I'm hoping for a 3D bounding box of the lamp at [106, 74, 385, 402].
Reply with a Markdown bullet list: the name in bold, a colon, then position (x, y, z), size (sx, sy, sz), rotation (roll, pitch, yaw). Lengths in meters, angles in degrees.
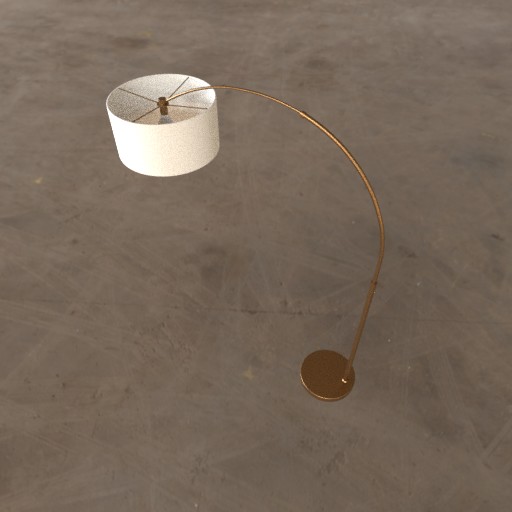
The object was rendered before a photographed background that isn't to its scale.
- **lamp**: position (0.000, 0.000, 2.490), size (1.434, 1.927, 0.493), rotation (18, 49, 17)
